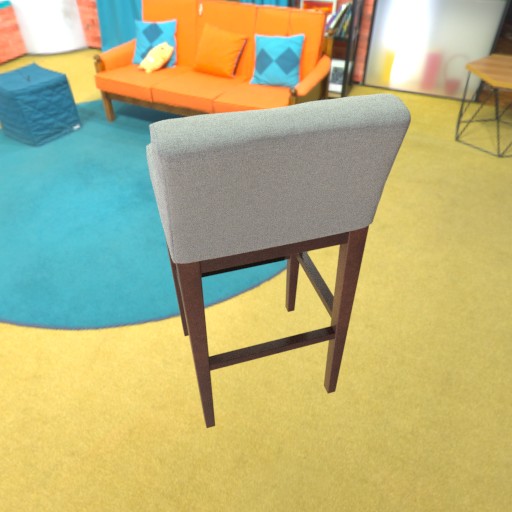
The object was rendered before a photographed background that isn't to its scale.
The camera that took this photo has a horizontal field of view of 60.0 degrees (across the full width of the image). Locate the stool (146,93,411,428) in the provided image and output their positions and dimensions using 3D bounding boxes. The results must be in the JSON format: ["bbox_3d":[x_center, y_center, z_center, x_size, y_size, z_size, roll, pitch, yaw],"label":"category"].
[{"bbox_3d":[0.000,0.000,1.305,0.511,1.037,0.500,-11,42,-13],"label":"stool"}]
